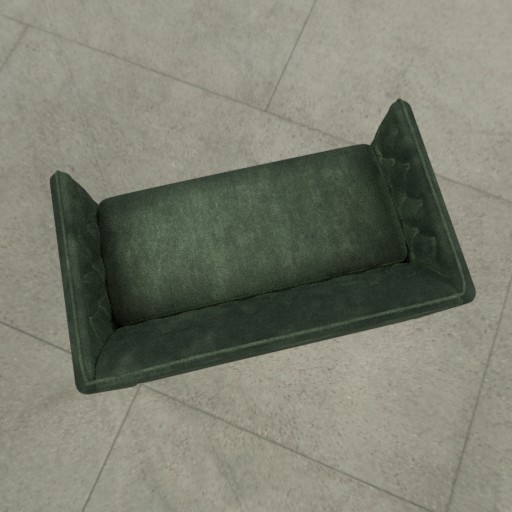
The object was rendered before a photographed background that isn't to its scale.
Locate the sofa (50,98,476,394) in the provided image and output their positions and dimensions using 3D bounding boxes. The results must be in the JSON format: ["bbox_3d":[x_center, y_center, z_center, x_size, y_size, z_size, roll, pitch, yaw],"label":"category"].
[{"bbox_3d":[0.000,0.000,2.067,1.537,0.768,0.895,-13,76,-3],"label":"sofa"}]
